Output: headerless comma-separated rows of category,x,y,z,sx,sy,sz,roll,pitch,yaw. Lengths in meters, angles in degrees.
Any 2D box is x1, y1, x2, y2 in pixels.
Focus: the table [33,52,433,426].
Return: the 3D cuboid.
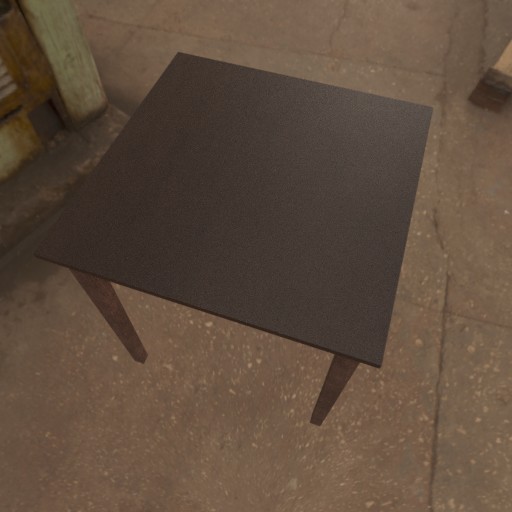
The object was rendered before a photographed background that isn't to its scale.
table,0.000,0.000,1.395,0.749,0.770,0.749,16,60,10
